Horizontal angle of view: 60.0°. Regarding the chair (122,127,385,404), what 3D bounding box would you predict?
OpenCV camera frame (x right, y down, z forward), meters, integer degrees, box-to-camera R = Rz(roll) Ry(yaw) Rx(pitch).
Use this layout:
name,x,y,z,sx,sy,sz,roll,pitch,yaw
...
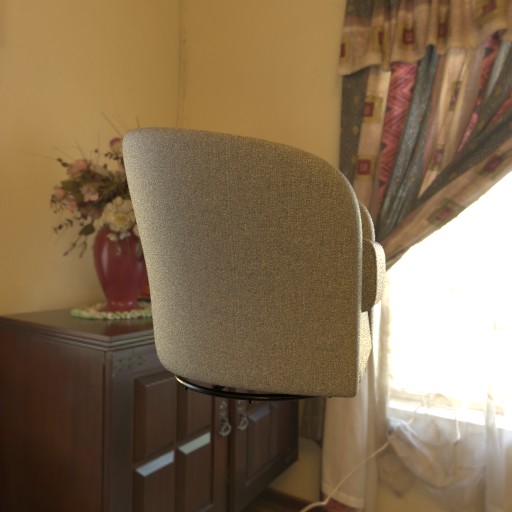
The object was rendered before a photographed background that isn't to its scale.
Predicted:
name,x,y,z,sx,sy,sz,roll,pitch,yaw
chair,0.000,0.000,1.456,0.815,0.771,0.791,0,0,18
